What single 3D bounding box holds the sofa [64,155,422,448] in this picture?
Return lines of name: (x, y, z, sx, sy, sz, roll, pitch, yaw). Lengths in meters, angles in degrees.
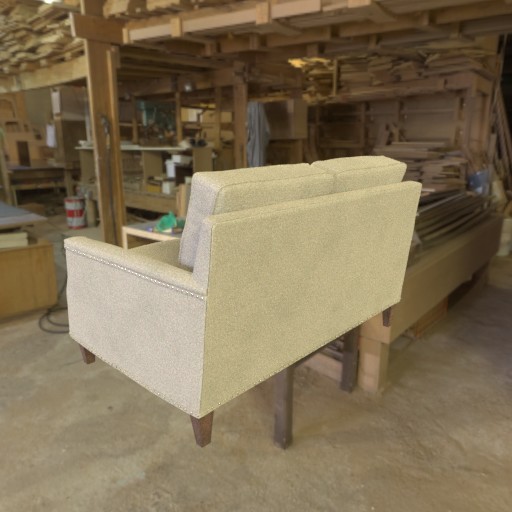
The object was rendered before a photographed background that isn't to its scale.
sofa: (0.000, 0.000, 2.301, 1.084, 1.003, 1.597, 14, 21, 41)
